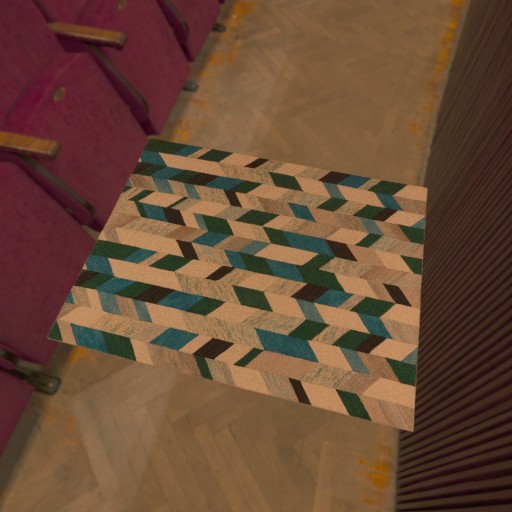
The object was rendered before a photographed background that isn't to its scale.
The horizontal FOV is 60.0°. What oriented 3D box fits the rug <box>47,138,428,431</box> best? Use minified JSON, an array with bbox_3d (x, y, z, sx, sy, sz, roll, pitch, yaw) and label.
[{"bbox_3d":[0.000,0.000,4.131,3.036,0.008,2.440,12,59,7],"label":"rug"}]
